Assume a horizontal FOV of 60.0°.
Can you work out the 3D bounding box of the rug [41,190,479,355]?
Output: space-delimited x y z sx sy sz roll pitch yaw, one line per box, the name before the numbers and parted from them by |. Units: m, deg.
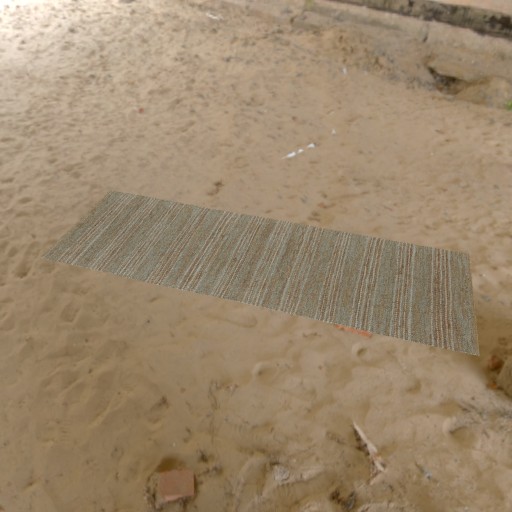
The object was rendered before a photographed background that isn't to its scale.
rug | 0.000 0.000 2.642 2.438 0.006 0.783 11 42 13
